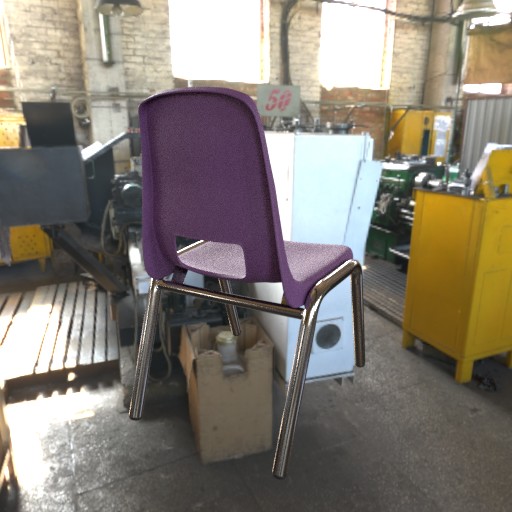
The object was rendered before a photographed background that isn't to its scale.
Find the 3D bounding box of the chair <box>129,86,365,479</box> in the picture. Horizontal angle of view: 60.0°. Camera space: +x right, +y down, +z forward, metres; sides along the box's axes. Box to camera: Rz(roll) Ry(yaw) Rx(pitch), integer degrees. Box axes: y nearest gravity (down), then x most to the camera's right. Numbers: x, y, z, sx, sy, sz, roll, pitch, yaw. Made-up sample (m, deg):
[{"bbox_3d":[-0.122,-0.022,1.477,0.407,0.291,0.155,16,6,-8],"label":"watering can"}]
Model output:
[{"bbox_3d":[0.000,0.000,0.853,0.356,0.584,0.419,9,18,27],"label":"chair"}]
